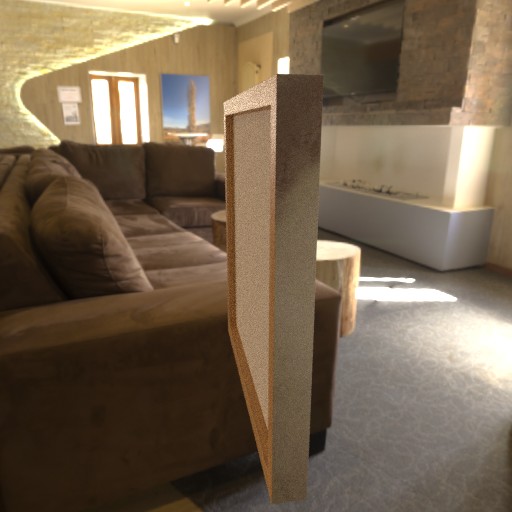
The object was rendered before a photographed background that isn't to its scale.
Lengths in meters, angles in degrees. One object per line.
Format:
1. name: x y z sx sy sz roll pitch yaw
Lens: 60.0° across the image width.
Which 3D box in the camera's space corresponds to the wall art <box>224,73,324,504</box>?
1. wall art: 0.000 0.000 0.439 0.028 0.303 0.303 -3 16 -9
